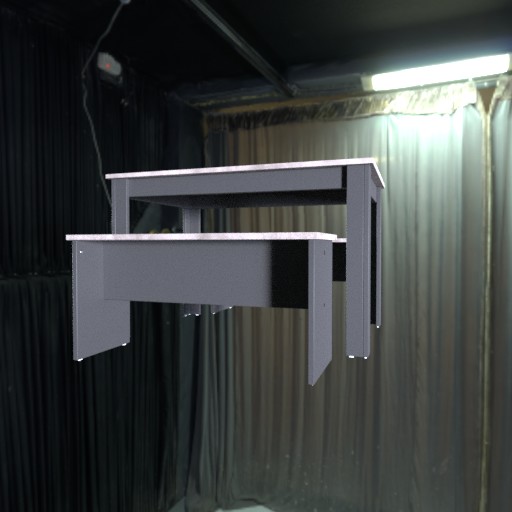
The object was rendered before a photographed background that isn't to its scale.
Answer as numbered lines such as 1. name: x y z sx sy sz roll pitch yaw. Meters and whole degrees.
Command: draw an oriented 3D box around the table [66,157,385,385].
1. table: 0.000 0.000 2.045 1.100 0.700 1.443 0 1 19
